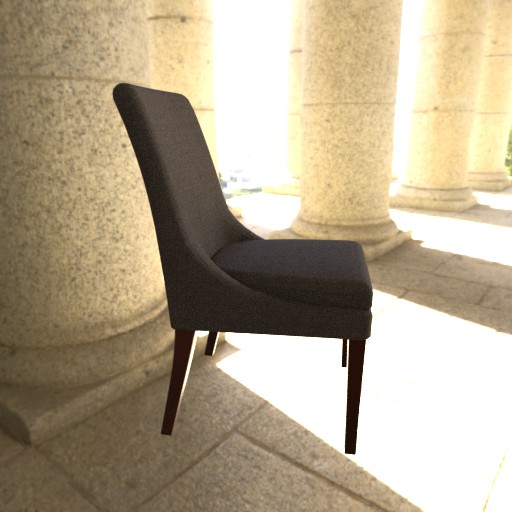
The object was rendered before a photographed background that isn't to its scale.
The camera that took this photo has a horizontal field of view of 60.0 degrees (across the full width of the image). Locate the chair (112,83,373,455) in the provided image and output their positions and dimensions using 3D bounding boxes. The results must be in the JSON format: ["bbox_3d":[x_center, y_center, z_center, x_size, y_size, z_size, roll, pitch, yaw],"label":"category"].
[{"bbox_3d":[0.000,0.000,1.336,0.655,0.952,0.508,3,17,9],"label":"chair"}]
